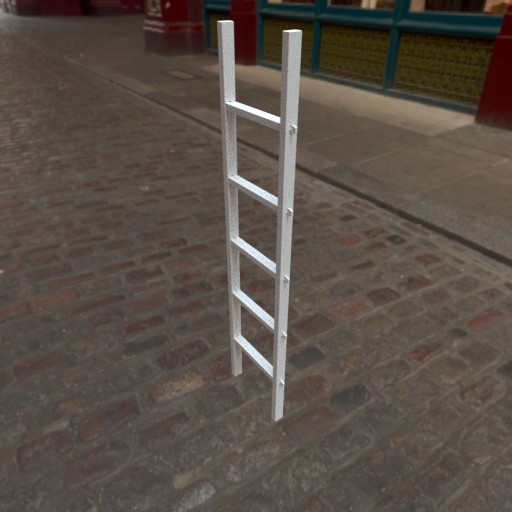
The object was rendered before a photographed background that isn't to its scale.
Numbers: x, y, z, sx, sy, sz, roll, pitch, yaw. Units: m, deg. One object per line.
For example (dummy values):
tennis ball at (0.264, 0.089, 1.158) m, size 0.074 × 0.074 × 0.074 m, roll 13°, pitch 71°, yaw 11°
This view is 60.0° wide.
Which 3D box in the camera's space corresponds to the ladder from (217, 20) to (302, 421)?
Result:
ladder at (0.000, 0.000, 1.940) m, size 0.051 × 1.797 × 0.452 m, roll -21°, pitch 38°, yaw -30°
